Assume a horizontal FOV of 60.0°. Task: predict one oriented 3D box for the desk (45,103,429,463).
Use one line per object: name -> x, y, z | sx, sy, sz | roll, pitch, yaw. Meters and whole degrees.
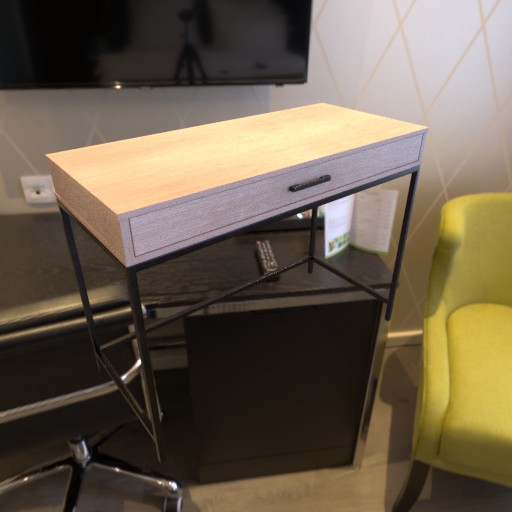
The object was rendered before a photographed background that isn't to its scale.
desk -> 0.000, 0.000, 1.450 | 1.016, 0.762, 0.470 | -22, 37, -32
